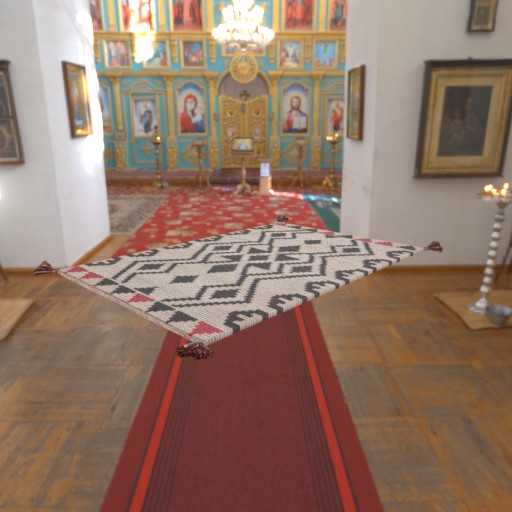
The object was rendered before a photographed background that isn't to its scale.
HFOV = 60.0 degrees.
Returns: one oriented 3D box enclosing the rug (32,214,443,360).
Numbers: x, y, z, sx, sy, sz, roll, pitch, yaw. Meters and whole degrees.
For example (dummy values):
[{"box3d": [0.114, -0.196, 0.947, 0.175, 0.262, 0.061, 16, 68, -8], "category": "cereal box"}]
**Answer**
[{"box3d": [0.000, 0.000, 2.605, 1.444, 0.067, 2.069, 15, 21, 42], "category": "rug"}]
